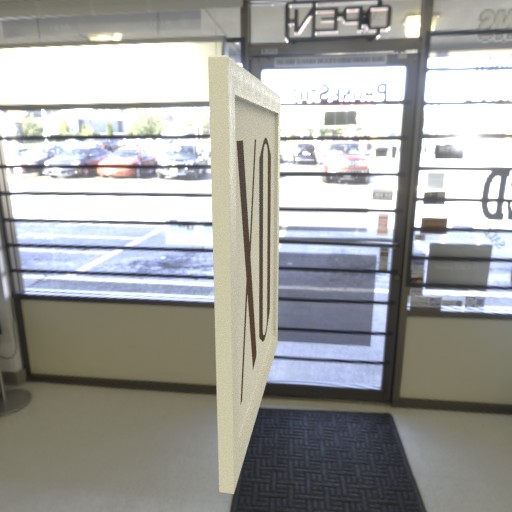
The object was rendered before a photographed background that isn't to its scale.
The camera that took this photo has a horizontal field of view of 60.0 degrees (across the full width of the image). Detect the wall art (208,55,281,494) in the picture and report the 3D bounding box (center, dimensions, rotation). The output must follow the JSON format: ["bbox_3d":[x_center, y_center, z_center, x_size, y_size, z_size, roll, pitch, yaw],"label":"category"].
[{"bbox_3d":[0.000,0.000,0.730,0.020,0.536,0.444,3,15,10],"label":"wall art"}]
